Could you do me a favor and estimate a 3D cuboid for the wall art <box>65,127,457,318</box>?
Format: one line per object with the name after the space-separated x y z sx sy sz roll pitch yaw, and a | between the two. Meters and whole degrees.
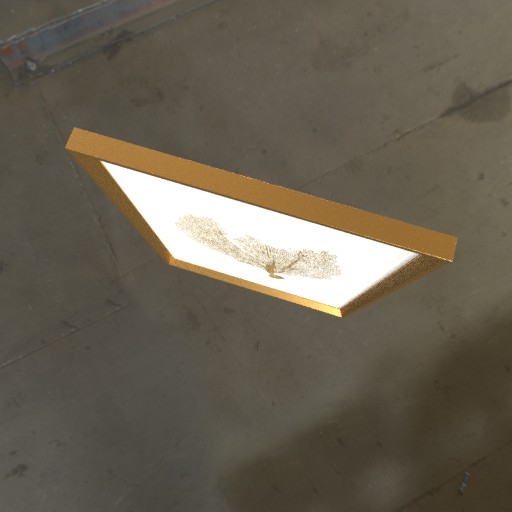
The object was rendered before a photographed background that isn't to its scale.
0.000 0.000 1.064 0.610 0.812 0.038 17 77 4 | wall art
